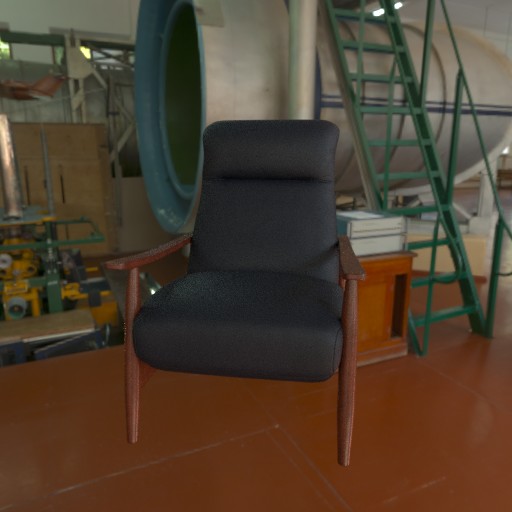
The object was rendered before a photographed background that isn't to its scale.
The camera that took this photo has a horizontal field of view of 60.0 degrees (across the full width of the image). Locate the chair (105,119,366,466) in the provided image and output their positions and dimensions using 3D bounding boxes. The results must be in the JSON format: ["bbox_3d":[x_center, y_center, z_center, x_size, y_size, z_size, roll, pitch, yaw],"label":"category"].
[{"bbox_3d":[0.000,0.000,1.758,0.762,1.082,1.014,2,14,9],"label":"chair"}]
